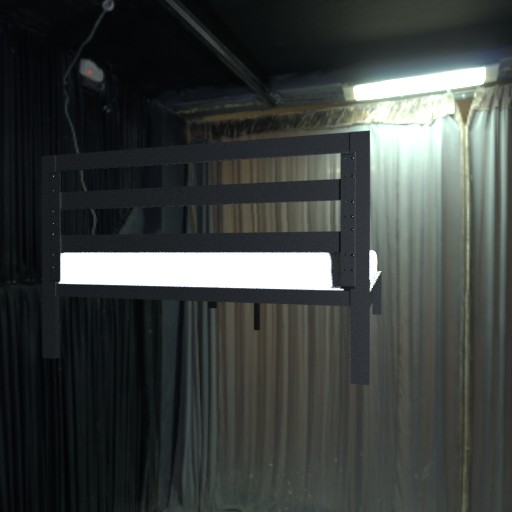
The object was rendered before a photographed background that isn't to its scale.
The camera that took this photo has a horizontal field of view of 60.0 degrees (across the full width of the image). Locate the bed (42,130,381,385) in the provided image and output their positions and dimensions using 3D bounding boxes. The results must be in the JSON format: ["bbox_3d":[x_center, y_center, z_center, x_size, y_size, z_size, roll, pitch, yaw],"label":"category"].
[{"bbox_3d":[0.000,0.000,2.876,1.524,0.967,2.062,0,0,17],"label":"bed"}]
